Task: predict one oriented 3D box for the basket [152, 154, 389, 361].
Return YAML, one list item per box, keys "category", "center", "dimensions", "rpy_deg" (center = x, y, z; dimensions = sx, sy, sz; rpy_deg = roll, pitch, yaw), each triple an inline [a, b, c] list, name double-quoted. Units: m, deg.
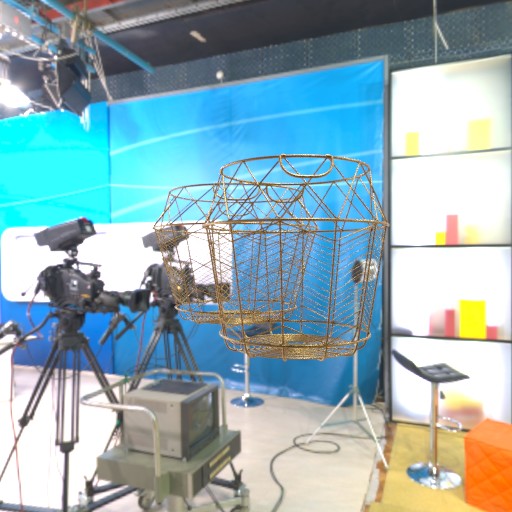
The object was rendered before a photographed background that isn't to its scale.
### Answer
- category: "basket"
  center: [0.000, 0.000, 1.050]
  dimensions: [0.451, 0.343, 0.805]
  rpy_deg: [0, 0, -18]
